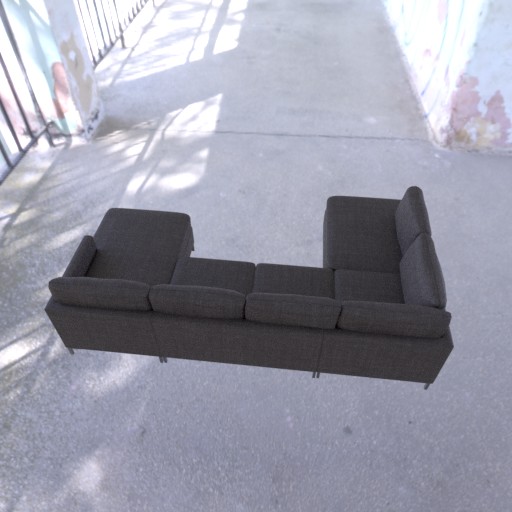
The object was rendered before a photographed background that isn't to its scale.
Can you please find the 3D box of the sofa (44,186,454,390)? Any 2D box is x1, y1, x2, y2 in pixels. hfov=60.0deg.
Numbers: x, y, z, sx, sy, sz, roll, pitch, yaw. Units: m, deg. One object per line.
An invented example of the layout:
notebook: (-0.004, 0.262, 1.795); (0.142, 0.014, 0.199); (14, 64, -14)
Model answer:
sofa: (0.000, 0.000, 4.446); (3.423, 0.999, 2.048); (5, 47, 4)
